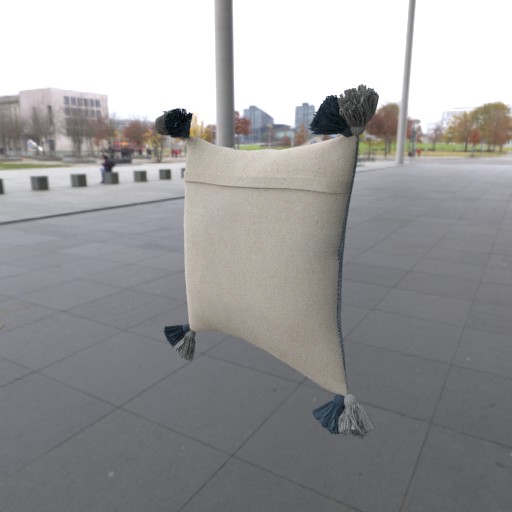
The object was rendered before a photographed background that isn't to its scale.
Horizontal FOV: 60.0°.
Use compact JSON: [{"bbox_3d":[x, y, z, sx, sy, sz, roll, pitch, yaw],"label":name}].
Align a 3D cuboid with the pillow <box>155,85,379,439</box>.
[{"bbox_3d":[0.000,0.000,0.930,0.138,0.634,0.614,-13,19,-43],"label":"pillow"}]
